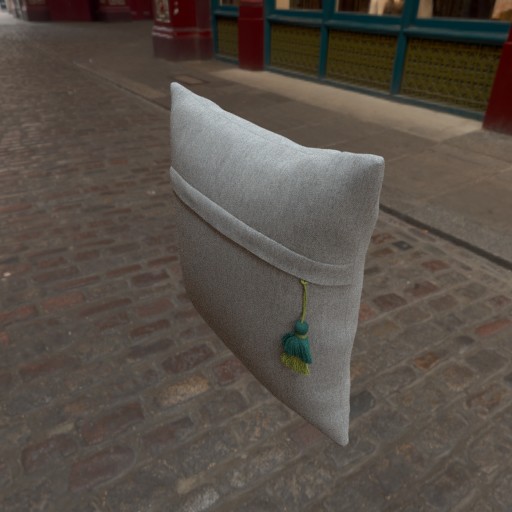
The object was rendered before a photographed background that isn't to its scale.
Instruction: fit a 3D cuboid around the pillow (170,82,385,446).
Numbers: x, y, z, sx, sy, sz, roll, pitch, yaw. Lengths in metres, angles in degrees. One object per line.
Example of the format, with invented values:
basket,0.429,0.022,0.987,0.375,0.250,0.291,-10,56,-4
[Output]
pillow,0.000,0.000,0.672,0.173,0.436,0.433,-20,37,-29
